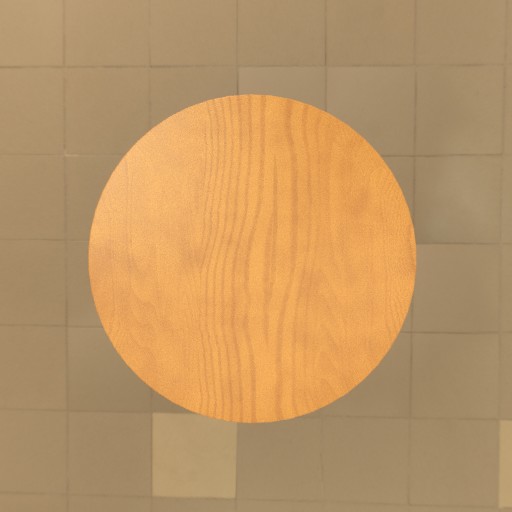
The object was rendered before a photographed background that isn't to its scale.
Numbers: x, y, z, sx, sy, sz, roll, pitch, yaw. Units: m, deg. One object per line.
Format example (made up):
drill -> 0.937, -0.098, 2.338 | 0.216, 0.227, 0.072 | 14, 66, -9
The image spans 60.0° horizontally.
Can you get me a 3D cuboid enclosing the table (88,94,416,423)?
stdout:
table -> 0.000, 0.000, 1.108 | 0.597, 0.612, 0.597 | 0, 91, 2
